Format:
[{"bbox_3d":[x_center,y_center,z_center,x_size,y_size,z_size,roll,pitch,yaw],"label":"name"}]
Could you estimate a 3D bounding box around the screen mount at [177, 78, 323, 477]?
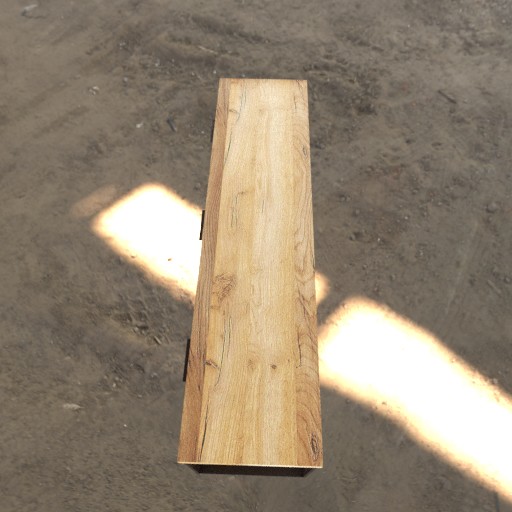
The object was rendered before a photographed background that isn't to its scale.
[{"bbox_3d":[0.000,0.000,1.732,0.395,0.450,1.524,2,59,1],"label":"screen mount"}]
